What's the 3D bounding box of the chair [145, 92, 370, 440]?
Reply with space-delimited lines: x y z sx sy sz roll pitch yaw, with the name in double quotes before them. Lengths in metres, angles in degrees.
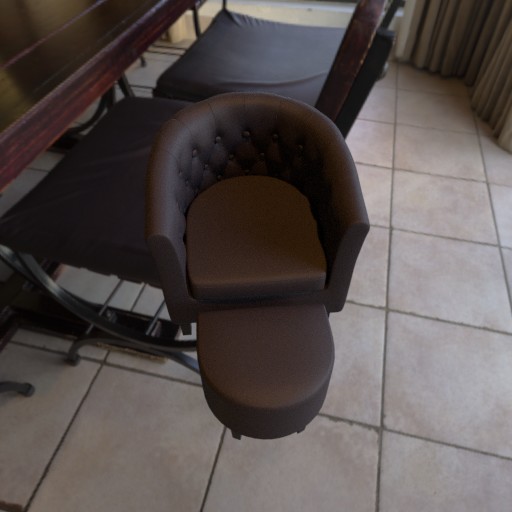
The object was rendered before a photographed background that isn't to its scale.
"chair" 0.000 0.000 1.684 0.763 0.760 1.191 -4 47 -4
